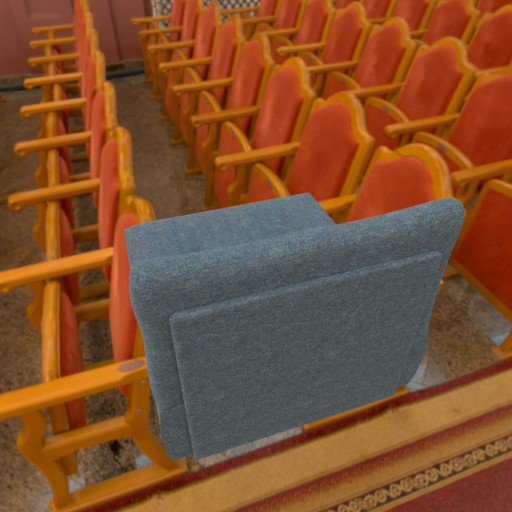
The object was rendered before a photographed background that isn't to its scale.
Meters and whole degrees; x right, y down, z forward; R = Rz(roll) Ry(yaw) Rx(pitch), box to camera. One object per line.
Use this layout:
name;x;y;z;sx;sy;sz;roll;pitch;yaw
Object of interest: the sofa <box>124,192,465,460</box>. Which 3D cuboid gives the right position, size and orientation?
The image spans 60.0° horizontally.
sofa;0.000;0.000;1.668;0.930;0.820;1.000;-12;41;-15
